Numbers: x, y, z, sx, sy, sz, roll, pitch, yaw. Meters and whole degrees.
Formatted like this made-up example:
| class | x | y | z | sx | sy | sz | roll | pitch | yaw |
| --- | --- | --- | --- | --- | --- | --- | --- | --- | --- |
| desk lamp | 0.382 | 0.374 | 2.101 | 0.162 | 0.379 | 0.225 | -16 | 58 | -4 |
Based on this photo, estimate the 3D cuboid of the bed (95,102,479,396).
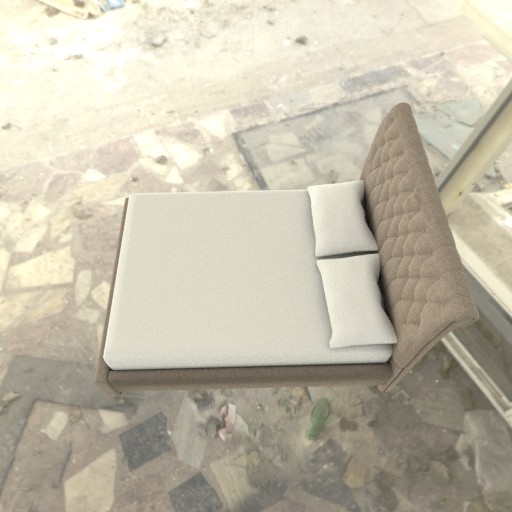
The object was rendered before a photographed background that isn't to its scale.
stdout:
| class | x | y | z | sx | sy | sz | roll | pitch | yaw |
| --- | --- | --- | --- | --- | --- | --- | --- | --- | --- |
| bed | 0.000 | 0.000 | 3.227 | 2.252 | 1.371 | 1.645 | -1 | 58 | -1 |
